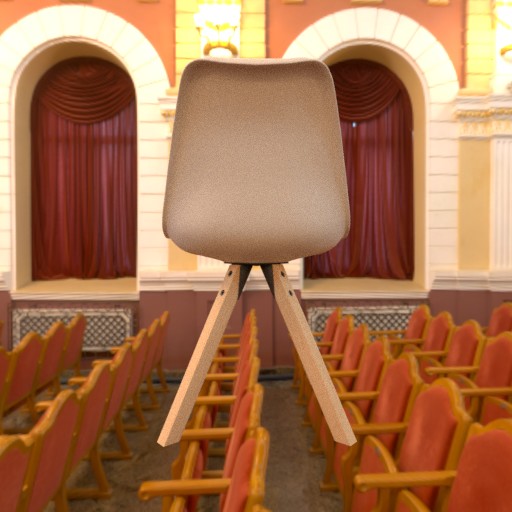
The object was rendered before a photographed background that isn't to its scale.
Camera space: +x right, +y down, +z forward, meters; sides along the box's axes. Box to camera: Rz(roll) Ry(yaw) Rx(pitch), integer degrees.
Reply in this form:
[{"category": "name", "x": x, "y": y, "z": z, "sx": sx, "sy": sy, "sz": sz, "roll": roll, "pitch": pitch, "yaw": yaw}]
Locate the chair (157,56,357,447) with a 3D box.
[{"category": "chair", "x": 0.000, "y": 0.000, "z": 1.196, "sx": 0.485, "sy": 0.850, "sz": 0.550, "roll": 0, "pitch": 1, "yaw": -1}]
